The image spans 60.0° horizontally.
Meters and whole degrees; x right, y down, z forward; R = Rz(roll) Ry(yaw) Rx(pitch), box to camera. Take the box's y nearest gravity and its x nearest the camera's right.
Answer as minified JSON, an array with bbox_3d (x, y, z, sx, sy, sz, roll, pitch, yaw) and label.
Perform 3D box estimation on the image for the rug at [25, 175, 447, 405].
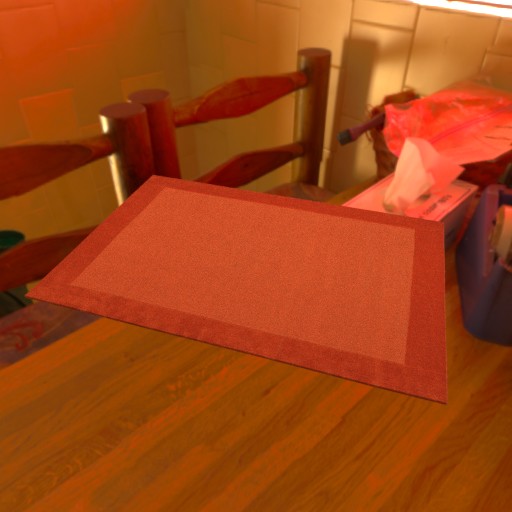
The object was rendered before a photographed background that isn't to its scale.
[{"bbox_3d":[0.000,0.000,2.259,1.829,0.014,1.219,11,40,14],"label":"rug"}]
